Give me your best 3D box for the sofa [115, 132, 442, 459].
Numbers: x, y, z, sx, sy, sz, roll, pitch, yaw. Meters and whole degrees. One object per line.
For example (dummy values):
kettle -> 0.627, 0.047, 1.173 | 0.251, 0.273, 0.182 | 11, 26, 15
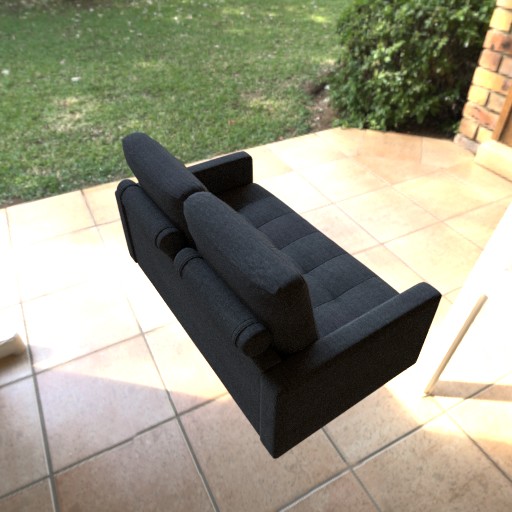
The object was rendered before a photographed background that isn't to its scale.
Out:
sofa -> 0.000, 0.000, 2.022 | 0.842, 0.907, 1.407 | -24, 46, -25
